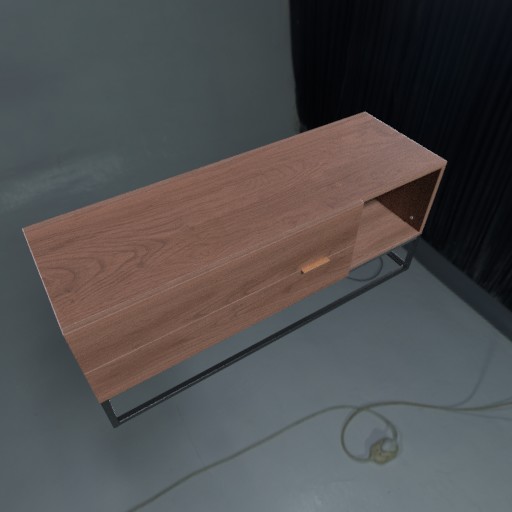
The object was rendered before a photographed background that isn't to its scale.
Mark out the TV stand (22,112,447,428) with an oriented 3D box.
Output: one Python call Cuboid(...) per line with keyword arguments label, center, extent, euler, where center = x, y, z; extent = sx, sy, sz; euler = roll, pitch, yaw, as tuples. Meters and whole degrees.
Cuboid(label="TV stand", center=(0.000, 0.000, 1.450), extent=(1.200, 0.500, 0.415), euler=(-24, 50, -22))
